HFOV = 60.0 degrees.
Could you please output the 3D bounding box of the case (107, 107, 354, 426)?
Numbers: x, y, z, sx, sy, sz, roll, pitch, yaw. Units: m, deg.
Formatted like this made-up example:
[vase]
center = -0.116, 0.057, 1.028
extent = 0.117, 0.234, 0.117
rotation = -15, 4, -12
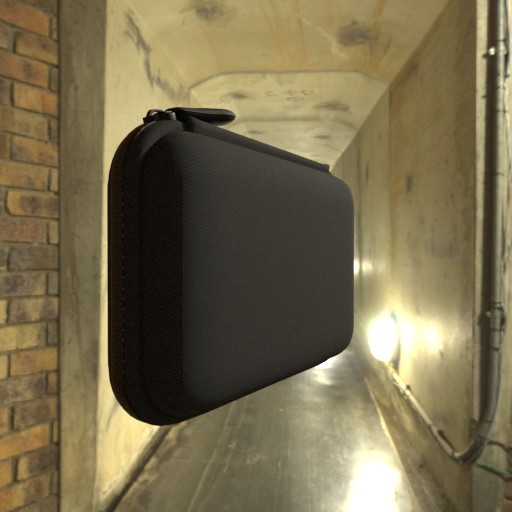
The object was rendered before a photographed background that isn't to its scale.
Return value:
[case]
center = 0.000, 0.000, 0.177
extent = 0.038, 0.105, 0.132
rotation = 0, 1, 37
